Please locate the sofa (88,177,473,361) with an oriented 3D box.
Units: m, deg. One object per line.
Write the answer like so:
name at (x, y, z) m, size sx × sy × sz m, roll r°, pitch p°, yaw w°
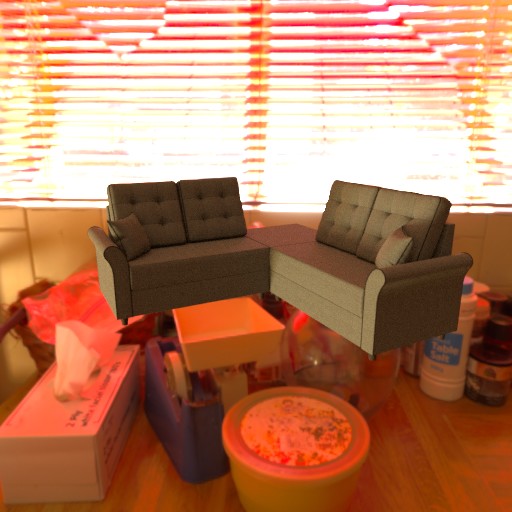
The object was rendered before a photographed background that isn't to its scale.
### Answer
sofa at (0.000, 0.000, 3.284) m, size 2.068 × 0.988 × 2.070 m, roll -8°, pitch 18°, yaw -27°
